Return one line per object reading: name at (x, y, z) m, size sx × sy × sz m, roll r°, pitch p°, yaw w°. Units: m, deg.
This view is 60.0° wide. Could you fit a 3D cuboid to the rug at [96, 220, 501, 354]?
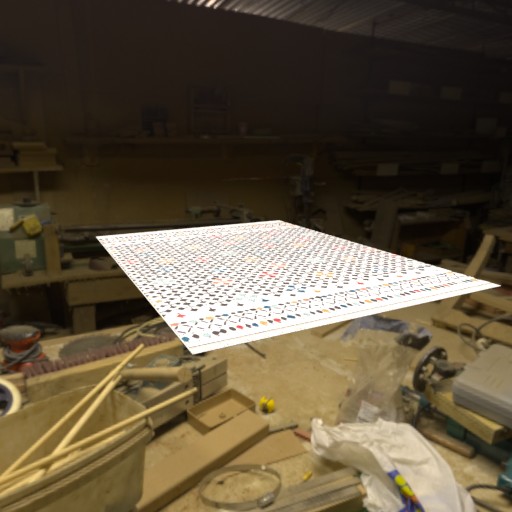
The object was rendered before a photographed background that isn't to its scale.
rug at (0.000, 0.000, 4.068) m, size 2.354 × 0.007 × 3.196 m, roll -7°, pitch 16°, yaw -26°
